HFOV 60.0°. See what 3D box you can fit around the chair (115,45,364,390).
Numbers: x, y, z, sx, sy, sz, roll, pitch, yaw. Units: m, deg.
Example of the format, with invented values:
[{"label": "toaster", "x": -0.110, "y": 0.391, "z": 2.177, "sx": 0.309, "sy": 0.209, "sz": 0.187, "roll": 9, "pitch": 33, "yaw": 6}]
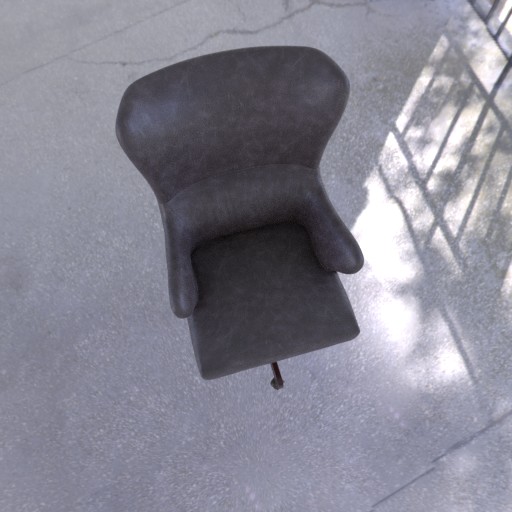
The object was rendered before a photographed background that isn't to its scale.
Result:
[{"label": "chair", "x": 0.000, "y": 0.000, "z": 1.443, "sx": 0.594, "sy": 1.037, "sz": 0.717, "roll": -14, "pitch": 65, "yaw": -7}]
